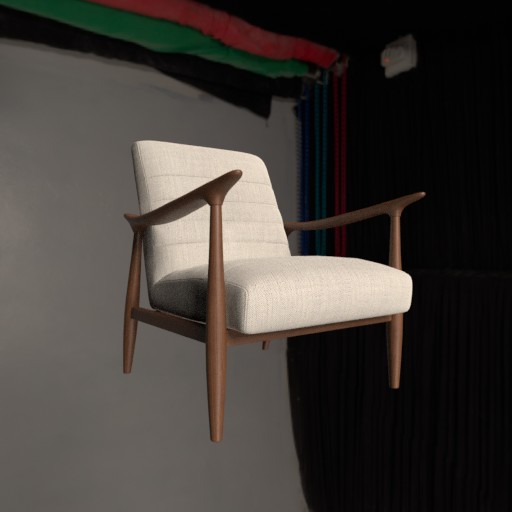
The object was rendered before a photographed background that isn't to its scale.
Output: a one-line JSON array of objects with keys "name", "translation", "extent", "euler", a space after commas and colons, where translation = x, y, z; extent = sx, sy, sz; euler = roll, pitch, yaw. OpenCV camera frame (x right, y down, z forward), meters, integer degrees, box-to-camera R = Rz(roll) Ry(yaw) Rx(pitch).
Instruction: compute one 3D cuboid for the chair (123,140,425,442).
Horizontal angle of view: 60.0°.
[{"name": "chair", "translation": [0.000, 0.000, 1.447], "extent": [0.741, 0.832, 0.798], "euler": [-1, 2, -36]}]
